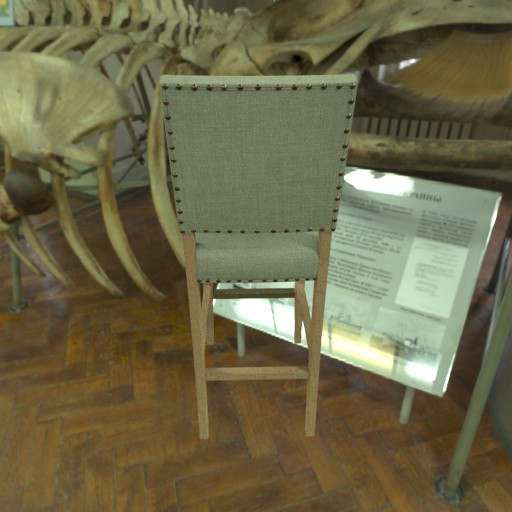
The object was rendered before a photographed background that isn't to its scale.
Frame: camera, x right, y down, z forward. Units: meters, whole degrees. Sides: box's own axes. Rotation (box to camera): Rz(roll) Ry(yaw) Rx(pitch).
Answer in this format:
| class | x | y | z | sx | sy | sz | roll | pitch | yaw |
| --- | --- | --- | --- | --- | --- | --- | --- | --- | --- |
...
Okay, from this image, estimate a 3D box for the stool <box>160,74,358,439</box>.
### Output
| class | x | y | z | sx | sy | sz | roll | pitch | yaw |
| --- | --- | --- | --- | --- | --- | --- | --- | --- | --- |
| stool | 0.000 | 0.000 | 1.492 | 0.445 | 1.203 | 0.585 | -1 | 30 | -1 |
